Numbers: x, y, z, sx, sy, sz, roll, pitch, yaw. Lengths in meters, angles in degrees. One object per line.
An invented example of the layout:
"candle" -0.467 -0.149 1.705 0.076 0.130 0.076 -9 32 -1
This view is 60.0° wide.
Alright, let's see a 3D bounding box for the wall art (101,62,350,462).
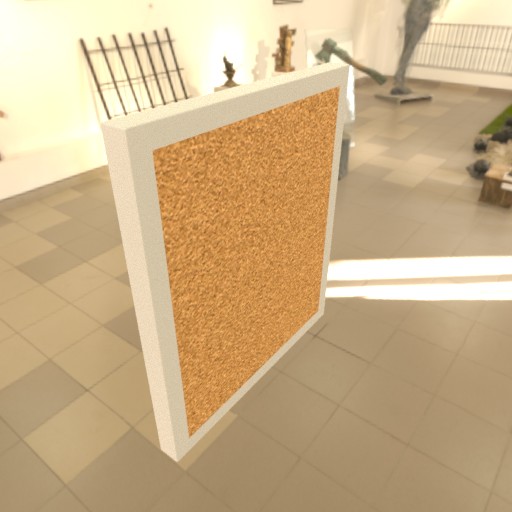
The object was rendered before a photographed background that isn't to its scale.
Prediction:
"wall art" 0.000 0.000 0.521 0.028 0.381 0.331 22 38 31
